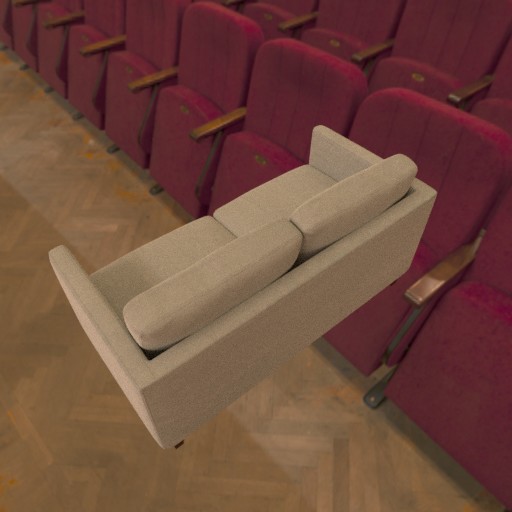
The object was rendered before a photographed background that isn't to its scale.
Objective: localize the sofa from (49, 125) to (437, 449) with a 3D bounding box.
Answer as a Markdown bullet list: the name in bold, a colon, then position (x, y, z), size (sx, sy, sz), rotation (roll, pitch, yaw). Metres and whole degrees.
- **sofa**: position (0.000, 0.000, 2.482), size (1.884, 0.963, 0.950), rotation (-31, 54, -25)
